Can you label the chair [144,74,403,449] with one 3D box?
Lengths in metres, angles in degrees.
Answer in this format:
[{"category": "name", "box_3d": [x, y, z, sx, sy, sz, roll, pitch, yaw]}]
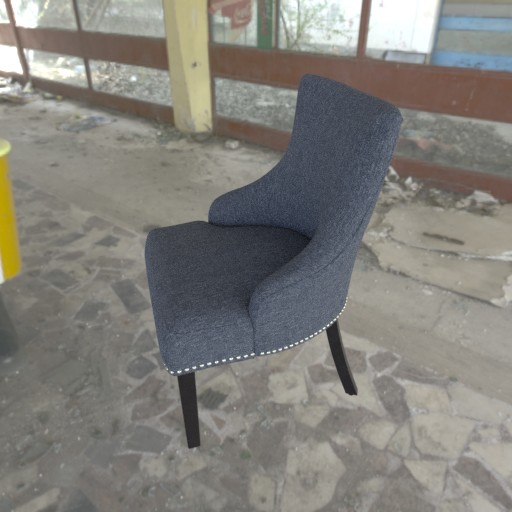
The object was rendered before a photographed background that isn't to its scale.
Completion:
[{"category": "chair", "box_3d": [0.000, 0.000, 1.299, 0.629, 0.909, 0.566, -9, 32, -14]}]
